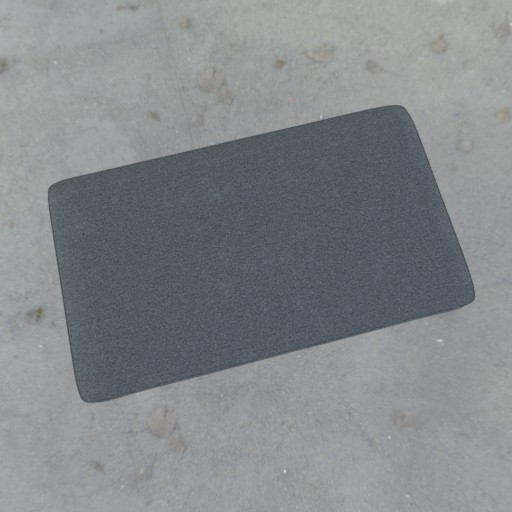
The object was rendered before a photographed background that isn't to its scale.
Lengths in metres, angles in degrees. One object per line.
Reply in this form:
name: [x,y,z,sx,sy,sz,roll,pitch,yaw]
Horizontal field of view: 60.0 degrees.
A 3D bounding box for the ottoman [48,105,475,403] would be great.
ottoman: [0.000,0.000,1.507,1.173,0.494,0.681,-14,77,-3]
